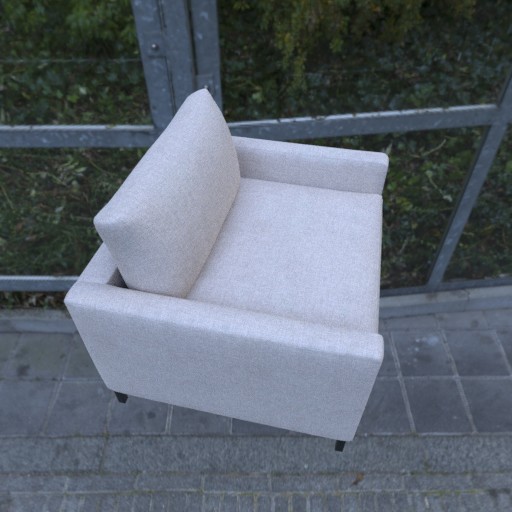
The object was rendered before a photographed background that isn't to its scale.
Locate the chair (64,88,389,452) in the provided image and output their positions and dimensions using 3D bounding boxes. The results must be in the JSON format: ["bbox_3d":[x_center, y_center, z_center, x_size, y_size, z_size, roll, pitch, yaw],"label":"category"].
[{"bbox_3d":[0.000,0.000,1.571,0.866,0.861,0.963,9,46,9],"label":"chair"}]
